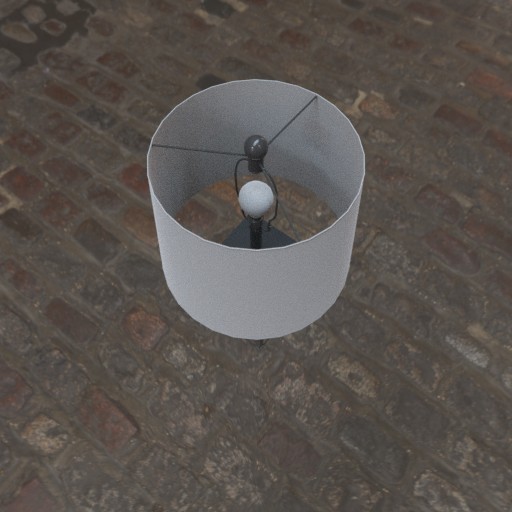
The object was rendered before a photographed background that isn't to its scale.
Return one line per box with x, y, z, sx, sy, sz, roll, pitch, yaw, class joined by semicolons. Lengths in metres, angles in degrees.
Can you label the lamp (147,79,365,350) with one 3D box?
0.000;0.000;0.781;0.320;0.591;0.320;0;62;0;lamp
